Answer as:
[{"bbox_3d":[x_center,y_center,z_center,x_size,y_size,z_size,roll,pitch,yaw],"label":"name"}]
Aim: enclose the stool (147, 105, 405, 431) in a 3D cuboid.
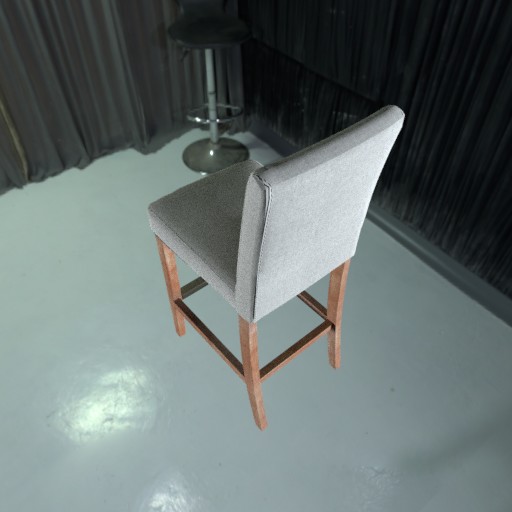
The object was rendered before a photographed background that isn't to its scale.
[{"bbox_3d":[0.000,0.000,1.420,0.439,1.088,0.570,-31,53,-26],"label":"stool"}]
